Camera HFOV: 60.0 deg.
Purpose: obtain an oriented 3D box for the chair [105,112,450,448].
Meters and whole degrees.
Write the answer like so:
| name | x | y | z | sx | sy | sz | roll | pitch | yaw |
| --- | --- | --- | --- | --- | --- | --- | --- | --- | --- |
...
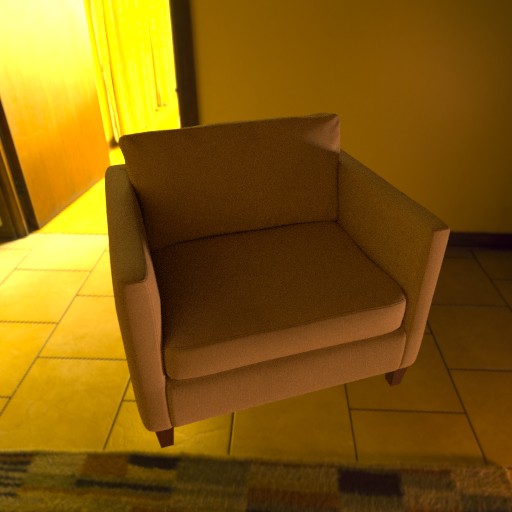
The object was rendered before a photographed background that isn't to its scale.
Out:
| name | x | y | z | sx | sy | sz | roll | pitch | yaw |
| --- | --- | --- | --- | --- | --- | --- | --- | --- | --- |
| chair | 0.000 | 0.000 | 1.820 | 1.107 | 0.961 | 0.959 | -10 | 34 | -15 |
